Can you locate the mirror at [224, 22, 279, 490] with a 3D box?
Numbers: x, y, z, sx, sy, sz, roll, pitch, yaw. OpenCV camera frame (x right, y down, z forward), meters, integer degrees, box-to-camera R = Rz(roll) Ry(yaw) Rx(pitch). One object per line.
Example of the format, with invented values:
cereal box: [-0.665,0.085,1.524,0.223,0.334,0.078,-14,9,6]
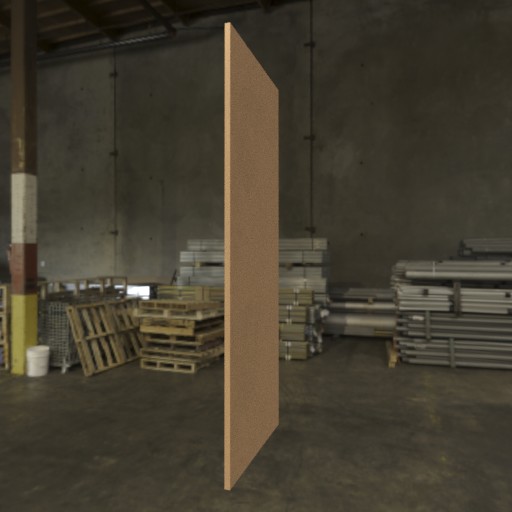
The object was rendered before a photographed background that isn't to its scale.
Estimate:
mirror: [0.000,0.000,2.315,0.026,2.031,0.812,0,-1,18]
